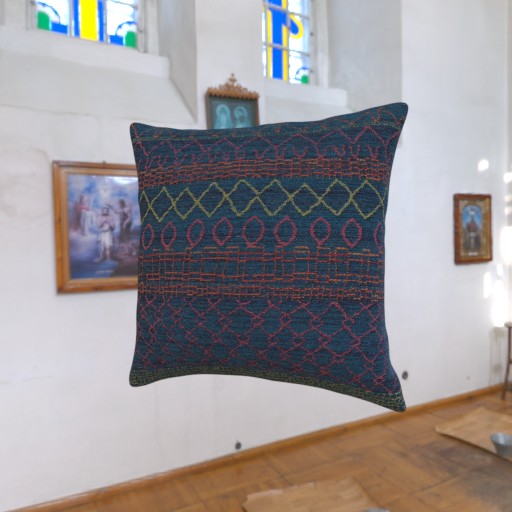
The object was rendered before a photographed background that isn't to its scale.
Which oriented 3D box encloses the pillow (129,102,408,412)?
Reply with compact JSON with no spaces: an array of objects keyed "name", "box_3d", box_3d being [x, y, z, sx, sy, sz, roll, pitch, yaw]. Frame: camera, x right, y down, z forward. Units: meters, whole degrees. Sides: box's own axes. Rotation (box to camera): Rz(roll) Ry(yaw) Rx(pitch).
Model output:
[{"name":"pillow","box_3d":[0.000,0.000,0.666,0.431,0.431,0.141,0,1,17]}]
